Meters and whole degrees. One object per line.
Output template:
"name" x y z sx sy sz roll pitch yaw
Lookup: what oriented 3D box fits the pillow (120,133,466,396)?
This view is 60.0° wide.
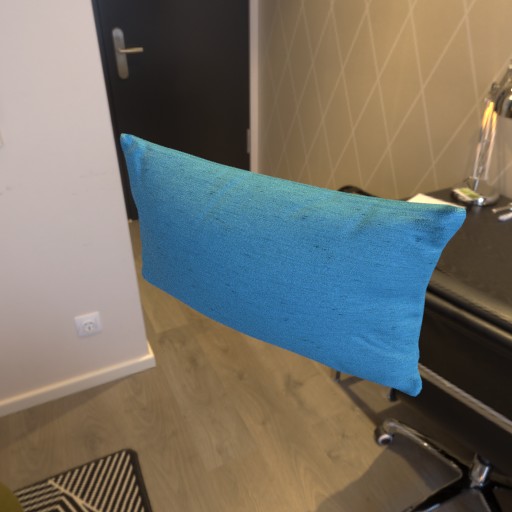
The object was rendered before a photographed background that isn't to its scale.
"pillow" 0.000 0.000 0.785 0.633 0.338 0.210 19 36 28
